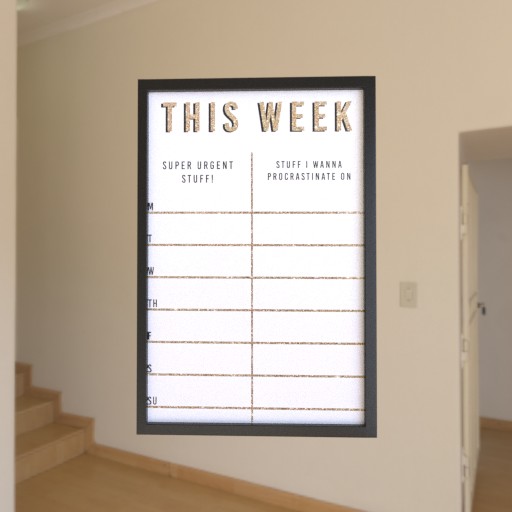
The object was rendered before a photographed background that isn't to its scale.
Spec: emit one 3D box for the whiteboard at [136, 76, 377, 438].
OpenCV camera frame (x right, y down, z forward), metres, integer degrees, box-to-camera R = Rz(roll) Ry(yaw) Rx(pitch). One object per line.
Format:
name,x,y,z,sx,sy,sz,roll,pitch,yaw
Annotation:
whiteboard,0.000,0.000,0.764,0.406,0.611,0.026,0,-1,2
